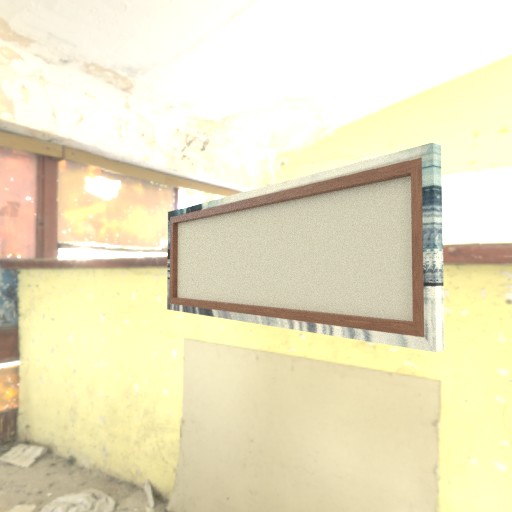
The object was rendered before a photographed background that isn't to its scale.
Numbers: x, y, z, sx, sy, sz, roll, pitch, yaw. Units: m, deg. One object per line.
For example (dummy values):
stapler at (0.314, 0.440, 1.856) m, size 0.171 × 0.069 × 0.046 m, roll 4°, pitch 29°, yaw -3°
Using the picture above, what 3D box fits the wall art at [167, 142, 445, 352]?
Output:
wall art at (0.000, 0.000, 1.697) m, size 0.037 × 0.509 × 1.524 m, roll 2°, pitch -3°, yaw -36°
